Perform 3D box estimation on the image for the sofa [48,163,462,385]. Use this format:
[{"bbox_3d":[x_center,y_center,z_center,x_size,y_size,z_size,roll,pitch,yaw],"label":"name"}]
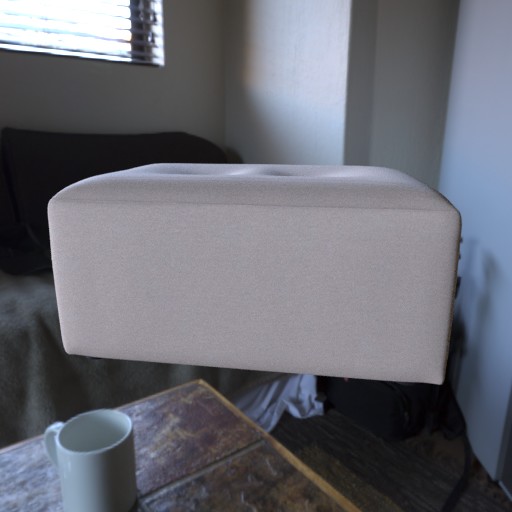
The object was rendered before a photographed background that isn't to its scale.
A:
[{"bbox_3d":[0.000,0.000,1.217,0.930,0.470,0.480,2,16,8],"label":"sofa"}]
